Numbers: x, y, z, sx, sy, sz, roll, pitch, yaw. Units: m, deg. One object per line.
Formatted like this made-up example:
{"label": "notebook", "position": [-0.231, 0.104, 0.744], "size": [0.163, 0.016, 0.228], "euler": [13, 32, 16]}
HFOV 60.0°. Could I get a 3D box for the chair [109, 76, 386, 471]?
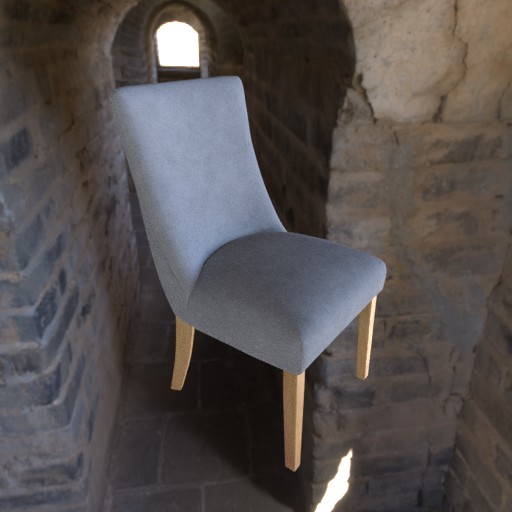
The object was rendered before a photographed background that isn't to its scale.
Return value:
{"label": "chair", "position": [0.000, 0.000, 1.257], "size": [0.610, 0.902, 0.495], "euler": [19, 32, 32]}
